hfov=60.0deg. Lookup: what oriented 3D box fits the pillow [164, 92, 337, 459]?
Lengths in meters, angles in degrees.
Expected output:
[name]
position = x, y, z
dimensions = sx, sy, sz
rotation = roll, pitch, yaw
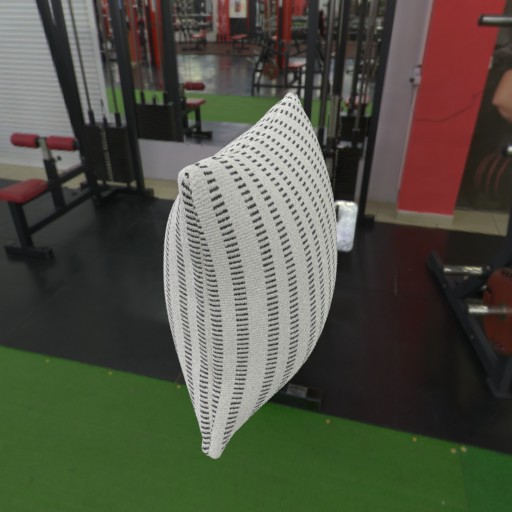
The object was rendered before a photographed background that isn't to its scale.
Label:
[pillow]
position = 0.000, 0.000, 0.691
dimensions = 0.247, 0.419, 0.438
rotation = 9, 31, 15
